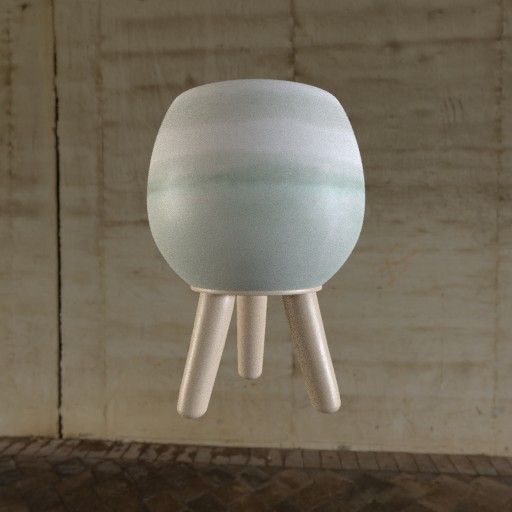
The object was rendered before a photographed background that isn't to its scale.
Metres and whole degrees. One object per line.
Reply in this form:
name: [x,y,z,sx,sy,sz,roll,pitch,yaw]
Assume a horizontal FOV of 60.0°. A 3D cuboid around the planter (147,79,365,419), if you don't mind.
planter: [0.000,0.000,0.339,0.161,0.224,0.161,0,2,0]
